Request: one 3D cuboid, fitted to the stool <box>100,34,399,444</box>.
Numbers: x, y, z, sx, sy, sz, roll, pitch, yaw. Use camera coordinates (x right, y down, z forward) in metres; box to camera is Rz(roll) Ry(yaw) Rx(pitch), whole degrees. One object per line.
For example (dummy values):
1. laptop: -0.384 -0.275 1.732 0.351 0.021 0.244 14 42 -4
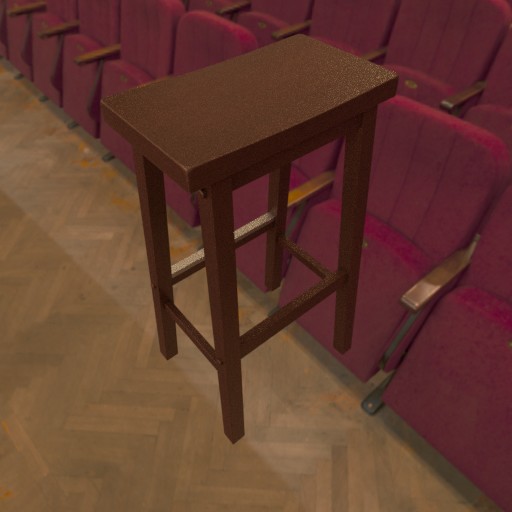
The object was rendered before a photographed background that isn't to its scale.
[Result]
1. stool: 0.000 0.000 0.939 0.406 0.742 0.322 -31 53 -26
